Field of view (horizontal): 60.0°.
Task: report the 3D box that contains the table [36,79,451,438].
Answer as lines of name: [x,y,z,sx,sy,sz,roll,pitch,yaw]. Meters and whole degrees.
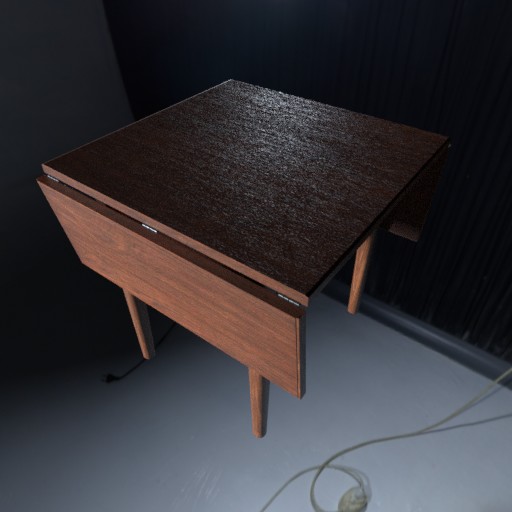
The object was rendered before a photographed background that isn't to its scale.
table: [0.000,0.000,1.459,0.812,0.763,0.843,26,47,27]
